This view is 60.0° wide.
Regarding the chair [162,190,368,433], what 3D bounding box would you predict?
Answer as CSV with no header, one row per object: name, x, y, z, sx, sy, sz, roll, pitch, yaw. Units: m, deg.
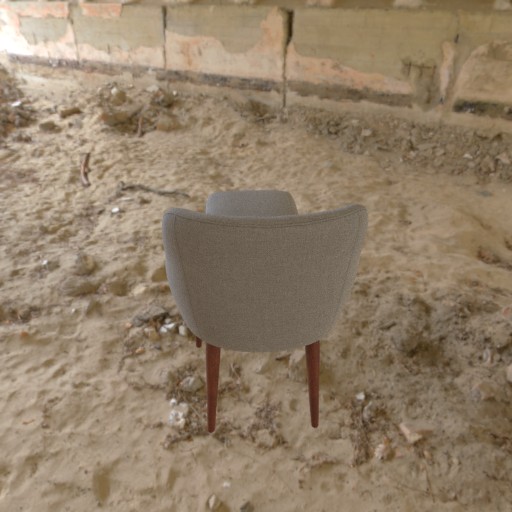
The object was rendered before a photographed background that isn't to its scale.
chair,0.000,0.000,1.603,0.584,0.799,1.107,-2,30,-3
